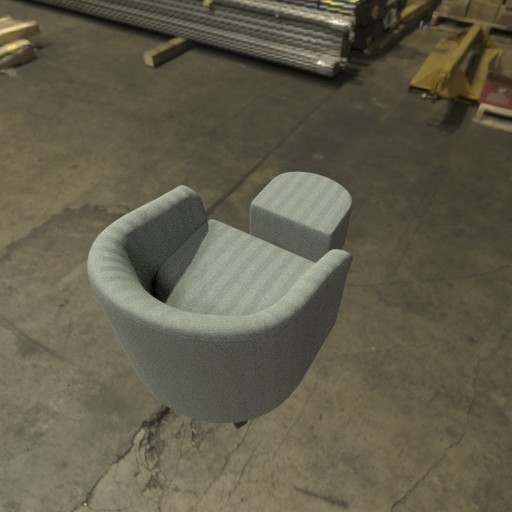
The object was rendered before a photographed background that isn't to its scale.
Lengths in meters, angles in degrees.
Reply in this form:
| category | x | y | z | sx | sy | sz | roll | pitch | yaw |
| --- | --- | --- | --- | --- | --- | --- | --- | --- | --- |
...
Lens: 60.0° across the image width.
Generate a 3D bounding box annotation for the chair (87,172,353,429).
| category | x | y | z | sx | sy | sz | roll | pitch | yaw |
| --- | --- | --- | --- | --- | --- | --- | --- | --- | --- |
| chair | 0.000 | 0.000 | 1.786 | 0.756 | 0.757 | 1.288 | 24 | 52 | 21 |
